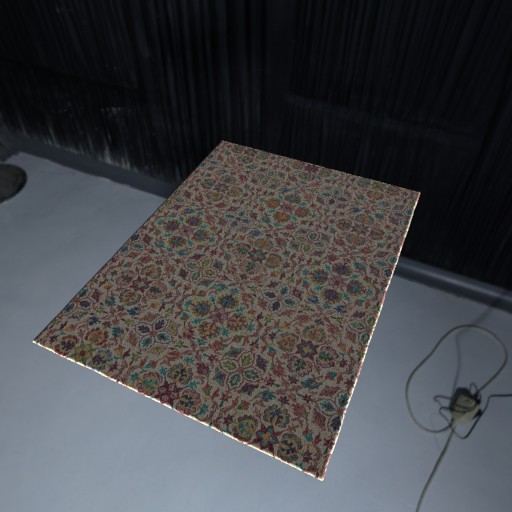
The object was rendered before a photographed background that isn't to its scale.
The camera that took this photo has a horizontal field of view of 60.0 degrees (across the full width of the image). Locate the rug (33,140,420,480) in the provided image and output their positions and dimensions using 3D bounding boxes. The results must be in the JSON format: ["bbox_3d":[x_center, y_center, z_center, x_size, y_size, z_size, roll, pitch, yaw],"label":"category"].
[{"bbox_3d":[0.000,0.000,4.178,2.446,0.020,3.215,19,50,17],"label":"rug"}]
